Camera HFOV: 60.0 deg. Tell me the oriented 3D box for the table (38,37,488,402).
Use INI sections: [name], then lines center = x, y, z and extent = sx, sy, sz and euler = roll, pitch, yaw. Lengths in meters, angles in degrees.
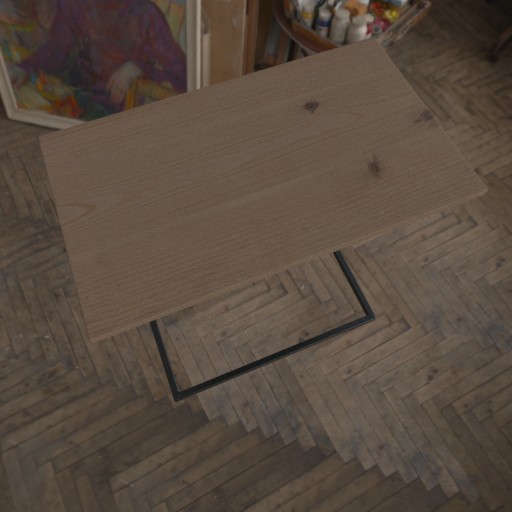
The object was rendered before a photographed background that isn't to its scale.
[table]
center = 0.000, 0.000, 0.979
extent = 0.597, 0.673, 0.351
euler = -20, 67, -9
